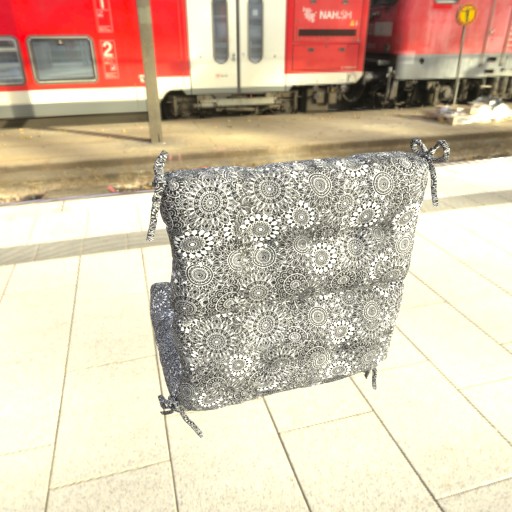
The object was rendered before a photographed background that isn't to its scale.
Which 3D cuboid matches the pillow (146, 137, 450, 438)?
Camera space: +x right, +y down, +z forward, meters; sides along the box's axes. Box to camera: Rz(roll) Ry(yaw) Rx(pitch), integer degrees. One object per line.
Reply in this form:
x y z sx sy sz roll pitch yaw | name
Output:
0.000 0.000 1.008 0.519 0.605 0.571 -9 28 -16 | pillow
